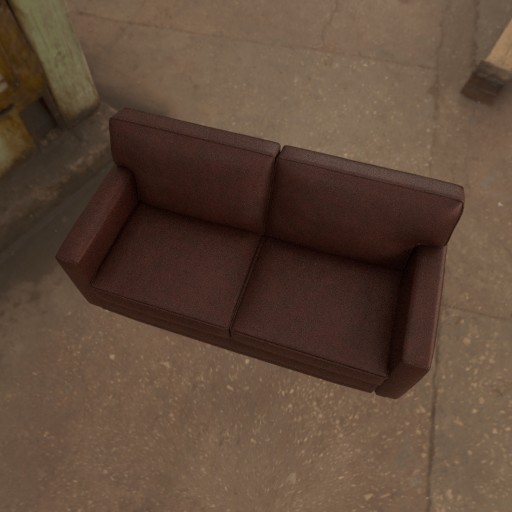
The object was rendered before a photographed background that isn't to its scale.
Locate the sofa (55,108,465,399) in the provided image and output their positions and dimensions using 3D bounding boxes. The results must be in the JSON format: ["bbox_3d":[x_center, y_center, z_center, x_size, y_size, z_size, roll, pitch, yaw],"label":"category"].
[{"bbox_3d":[0.000,0.000,2.367,1.876,0.928,0.912,15,60,9],"label":"sofa"}]
